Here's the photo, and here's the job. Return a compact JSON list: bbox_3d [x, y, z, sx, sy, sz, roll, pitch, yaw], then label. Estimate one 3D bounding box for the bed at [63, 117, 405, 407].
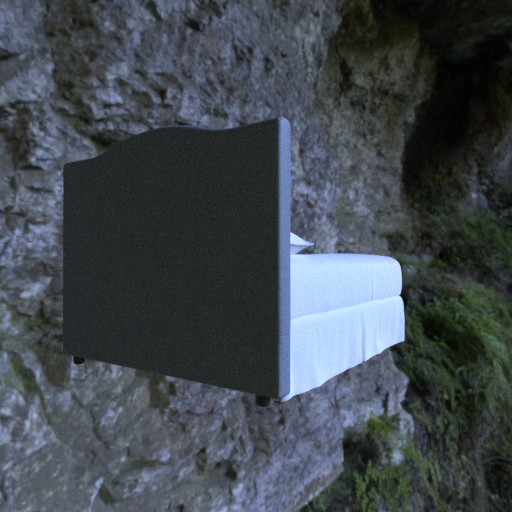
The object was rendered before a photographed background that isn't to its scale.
[{"bbox_3d":[0.000,0.000,3.394,1.753,1.460,2.143,0,-1,35],"label":"bed"}]
